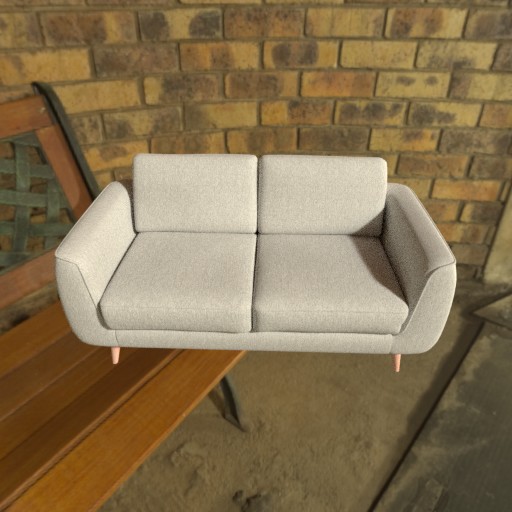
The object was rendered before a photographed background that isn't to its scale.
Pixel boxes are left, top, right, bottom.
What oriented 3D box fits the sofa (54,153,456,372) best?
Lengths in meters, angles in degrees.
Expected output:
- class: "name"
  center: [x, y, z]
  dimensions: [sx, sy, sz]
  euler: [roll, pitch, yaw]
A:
- class: "sofa"
  center: [0.000, 0.000, 2.257]
  dimensions: [1.700, 0.850, 0.920]
  euler: [1, 32, 2]
